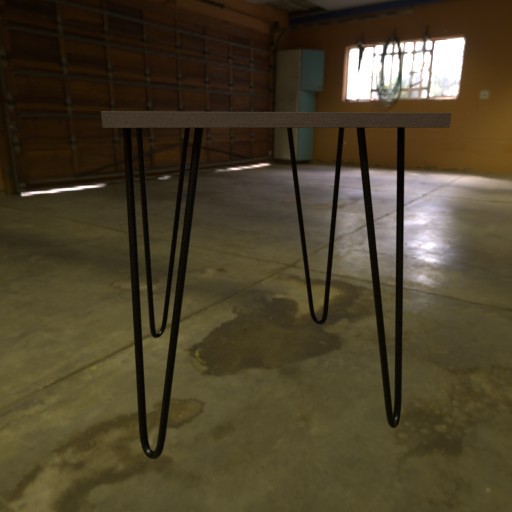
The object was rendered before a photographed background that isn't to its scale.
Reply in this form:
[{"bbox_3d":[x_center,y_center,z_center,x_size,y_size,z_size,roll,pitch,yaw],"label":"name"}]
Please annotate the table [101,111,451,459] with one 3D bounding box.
[{"bbox_3d":[0.000,0.000,0.923,0.495,0.559,0.495,-3,17,-10],"label":"table"}]
